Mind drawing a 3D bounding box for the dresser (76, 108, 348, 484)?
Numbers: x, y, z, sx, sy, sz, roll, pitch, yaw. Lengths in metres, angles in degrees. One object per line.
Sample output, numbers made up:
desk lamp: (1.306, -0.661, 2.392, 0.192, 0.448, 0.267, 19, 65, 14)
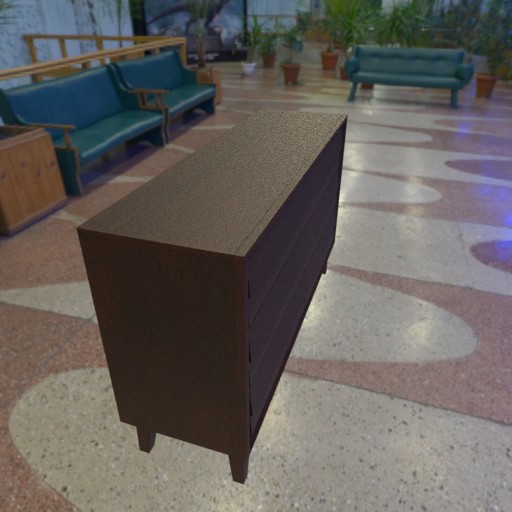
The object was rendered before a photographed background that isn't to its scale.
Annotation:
dresser: (0.000, 0.000, 2.044, 0.499, 0.971, 1.609, 10, 32, 16)
